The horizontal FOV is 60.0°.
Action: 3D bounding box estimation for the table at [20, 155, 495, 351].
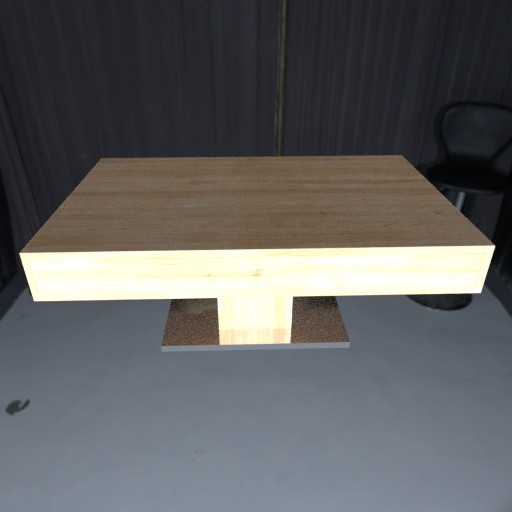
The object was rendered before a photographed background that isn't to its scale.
[{"bbox_3d":[0.000,0.000,1.436,1.100,0.440,0.700,-1,30,-2],"label":"table"}]
